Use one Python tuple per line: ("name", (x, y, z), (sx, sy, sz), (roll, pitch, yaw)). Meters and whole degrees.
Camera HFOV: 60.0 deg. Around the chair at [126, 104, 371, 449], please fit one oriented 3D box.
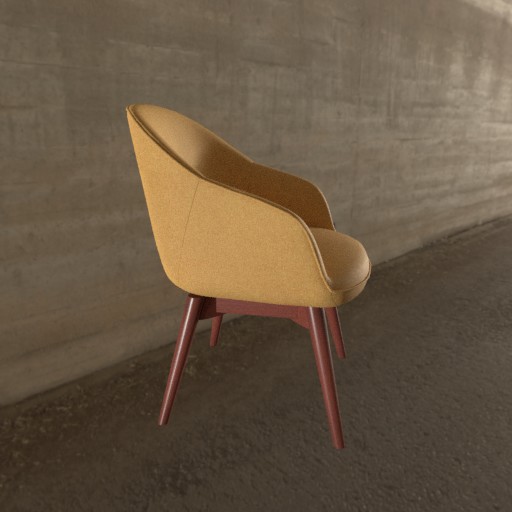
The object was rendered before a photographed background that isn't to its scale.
("chair", (0.000, 0.000, 1.257), (0.635, 0.823, 0.596), (3, 16, 11))
